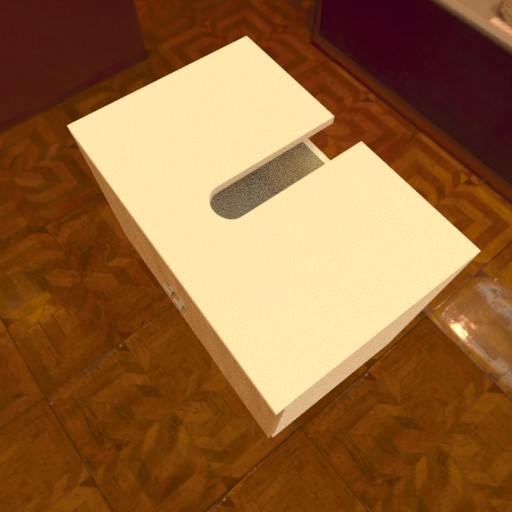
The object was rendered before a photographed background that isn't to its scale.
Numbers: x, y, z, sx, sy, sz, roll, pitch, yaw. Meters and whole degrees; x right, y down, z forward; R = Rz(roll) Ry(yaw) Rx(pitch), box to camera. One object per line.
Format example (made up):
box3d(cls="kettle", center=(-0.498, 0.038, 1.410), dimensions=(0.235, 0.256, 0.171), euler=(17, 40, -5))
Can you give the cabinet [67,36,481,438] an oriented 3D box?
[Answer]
box3d(cls="cabinet", center=(0.000, 0.000, 0.956), dimensions=(0.400, 0.522, 0.600), euler=(-34, 68, -15))
